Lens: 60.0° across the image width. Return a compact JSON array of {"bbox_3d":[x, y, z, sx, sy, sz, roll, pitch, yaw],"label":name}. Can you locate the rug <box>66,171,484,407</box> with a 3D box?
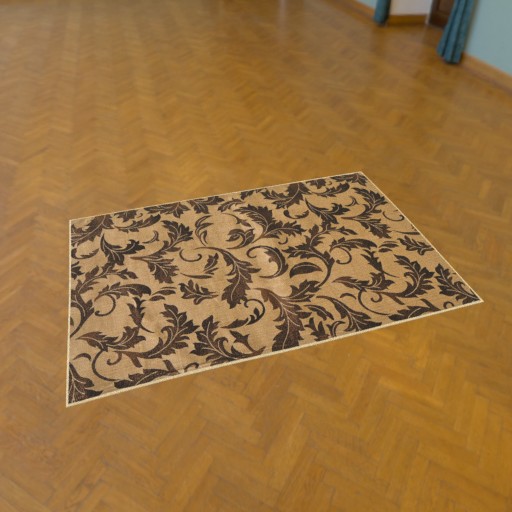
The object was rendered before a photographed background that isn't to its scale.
[{"bbox_3d":[0.000,0.000,2.829,2.284,0.008,1.522,-11,42,-13],"label":"rug"}]
